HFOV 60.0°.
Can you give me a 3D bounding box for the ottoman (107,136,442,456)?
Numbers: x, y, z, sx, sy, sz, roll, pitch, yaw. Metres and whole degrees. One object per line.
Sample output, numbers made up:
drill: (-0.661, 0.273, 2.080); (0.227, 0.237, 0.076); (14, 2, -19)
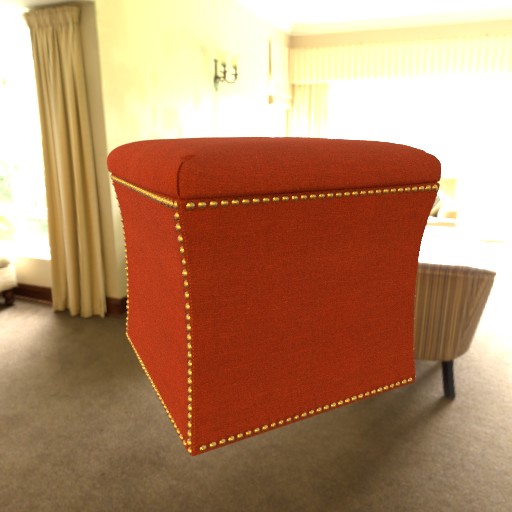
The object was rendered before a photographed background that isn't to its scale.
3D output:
ottoman: (0.000, 0.000, 0.912); (0.497, 0.475, 0.507); (-8, 17, -26)
